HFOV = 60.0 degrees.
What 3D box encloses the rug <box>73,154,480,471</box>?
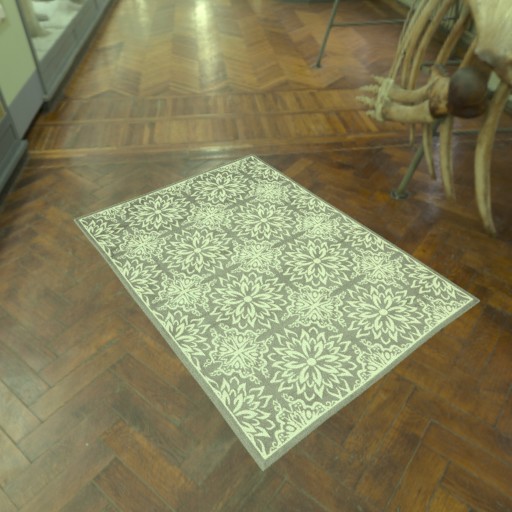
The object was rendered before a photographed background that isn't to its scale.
[{"bbox_3d":[0.000,0.000,2.878,1.608,0.014,2.213,-27,48,-27],"label":"rug"}]
